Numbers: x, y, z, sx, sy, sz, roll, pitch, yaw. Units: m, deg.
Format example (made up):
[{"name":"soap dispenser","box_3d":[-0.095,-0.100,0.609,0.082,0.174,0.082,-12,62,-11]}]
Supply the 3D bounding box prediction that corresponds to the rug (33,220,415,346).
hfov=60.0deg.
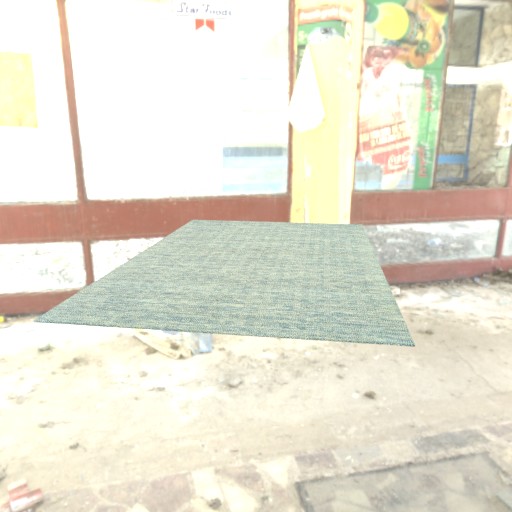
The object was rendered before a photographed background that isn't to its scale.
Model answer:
[{"name":"rug","box_3d":[0.000,0.000,2.135,1.142,0.006,1.752,2,15,8]}]
